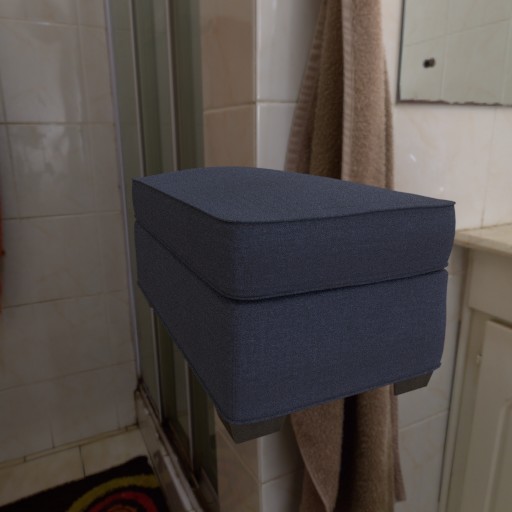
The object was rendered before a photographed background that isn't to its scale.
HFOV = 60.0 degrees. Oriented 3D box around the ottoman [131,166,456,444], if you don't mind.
[{"bbox_3d":[0.000,0.000,1.188,0.505,0.453,0.895,-7,17,-24],"label":"ottoman"}]
